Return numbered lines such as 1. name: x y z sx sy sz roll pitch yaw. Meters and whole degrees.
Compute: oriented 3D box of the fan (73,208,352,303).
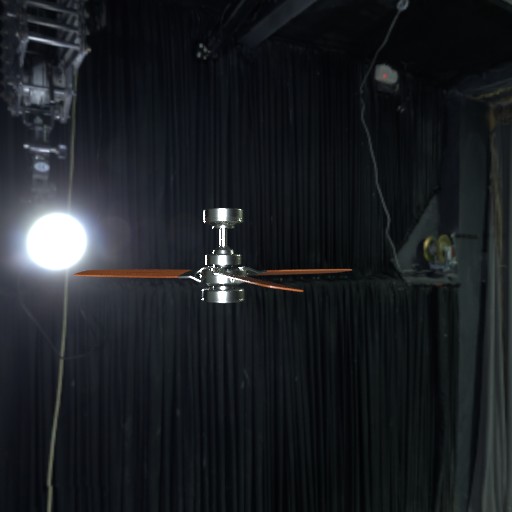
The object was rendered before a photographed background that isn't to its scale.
1. fan: 0.000 0.000 2.029 1.271 0.410 1.416 0 1 -36
